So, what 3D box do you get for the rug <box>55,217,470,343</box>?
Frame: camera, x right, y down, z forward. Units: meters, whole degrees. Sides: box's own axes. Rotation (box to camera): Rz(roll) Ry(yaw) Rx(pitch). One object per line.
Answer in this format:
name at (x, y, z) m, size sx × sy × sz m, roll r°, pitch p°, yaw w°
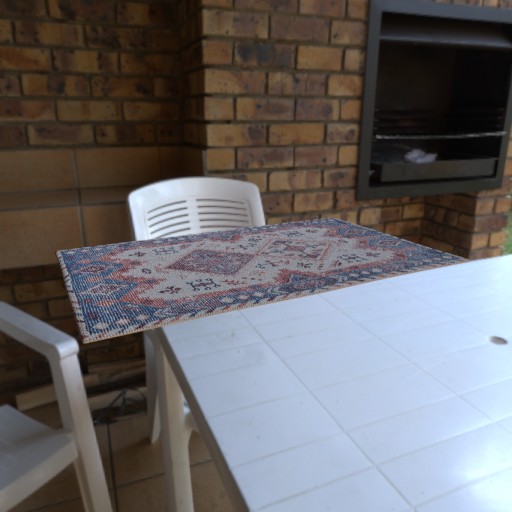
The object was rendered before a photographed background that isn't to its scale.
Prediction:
rug at (0.000, 0.000, 3.071) m, size 2.464 × 0.023 × 1.521 m, roll -9°, pitch 19°, yaw -26°
